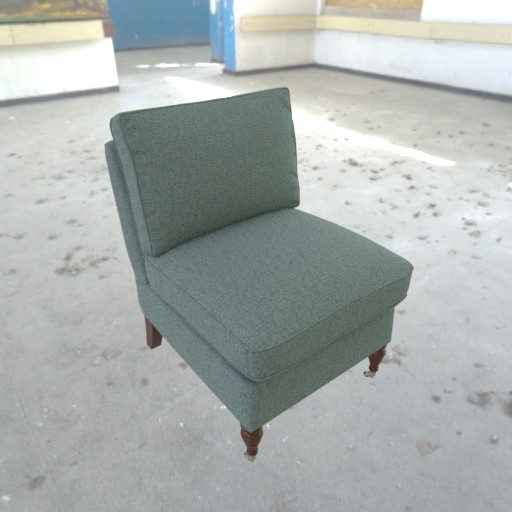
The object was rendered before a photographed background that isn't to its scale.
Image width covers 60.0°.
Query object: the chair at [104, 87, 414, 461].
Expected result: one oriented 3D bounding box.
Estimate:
[{"bbox_3d":[0.000,0.000,1.416,0.624,0.901,0.796,-22,37,-31],"label":"chair"}]
